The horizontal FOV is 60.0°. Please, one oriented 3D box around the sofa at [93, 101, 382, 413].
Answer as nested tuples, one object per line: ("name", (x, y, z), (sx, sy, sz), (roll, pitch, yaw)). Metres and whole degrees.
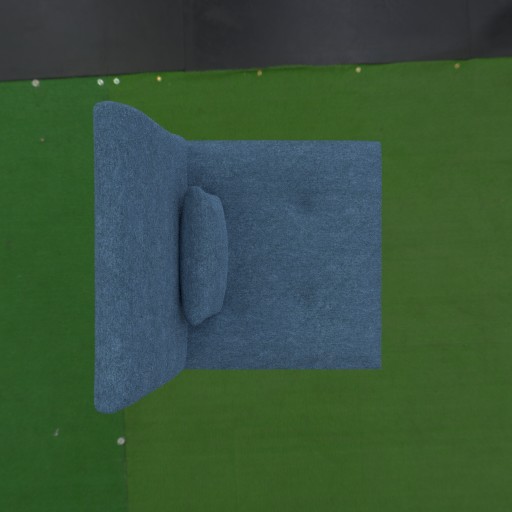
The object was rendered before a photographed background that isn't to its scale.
("sofa", (0.000, 0.000, 1.659), (1.000, 0.820, 0.930), (0, 91, 0))
